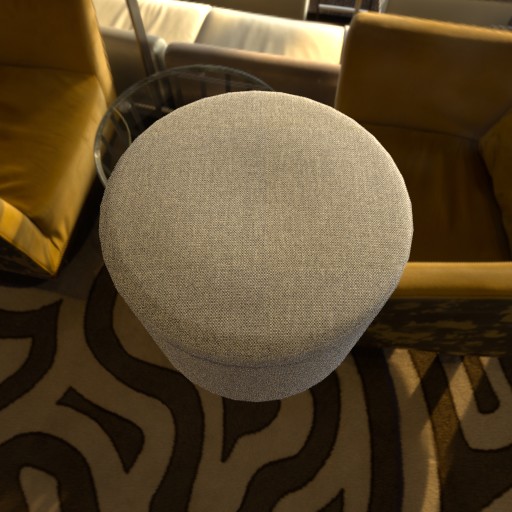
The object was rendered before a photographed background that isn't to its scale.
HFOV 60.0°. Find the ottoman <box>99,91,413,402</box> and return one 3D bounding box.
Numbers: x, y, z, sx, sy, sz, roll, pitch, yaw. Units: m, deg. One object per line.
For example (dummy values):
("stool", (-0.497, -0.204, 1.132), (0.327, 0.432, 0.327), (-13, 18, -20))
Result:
("ottoman", (0.000, 0.000, 0.873), (0.500, 0.419, 0.500), (0, 63, 0))
